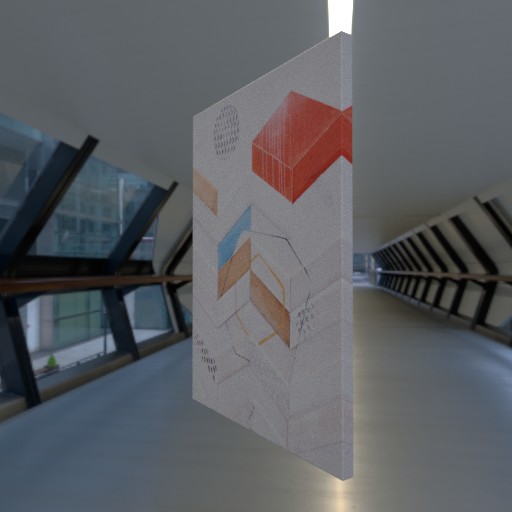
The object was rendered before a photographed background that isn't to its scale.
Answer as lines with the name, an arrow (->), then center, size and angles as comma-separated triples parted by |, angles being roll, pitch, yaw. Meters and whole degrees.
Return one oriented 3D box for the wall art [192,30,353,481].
wall art -> 0.000, 0.000, 1.092 | 0.036, 0.848, 0.613 | 1, -1, -35
